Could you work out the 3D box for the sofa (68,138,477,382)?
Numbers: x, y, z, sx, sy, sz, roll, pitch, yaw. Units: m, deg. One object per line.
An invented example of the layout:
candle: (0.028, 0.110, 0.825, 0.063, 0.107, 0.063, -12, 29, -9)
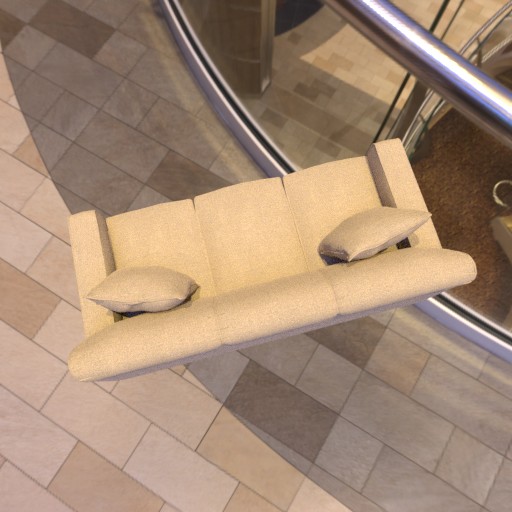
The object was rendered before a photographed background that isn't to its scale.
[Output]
sofa: (0.000, 0.000, 2.626, 2.024, 0.958, 0.997, -14, 75, -4)
